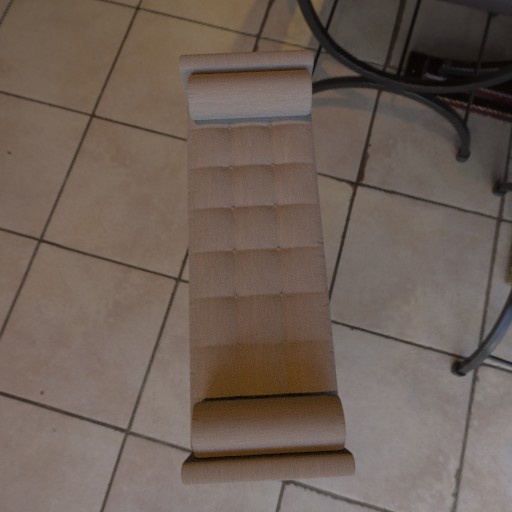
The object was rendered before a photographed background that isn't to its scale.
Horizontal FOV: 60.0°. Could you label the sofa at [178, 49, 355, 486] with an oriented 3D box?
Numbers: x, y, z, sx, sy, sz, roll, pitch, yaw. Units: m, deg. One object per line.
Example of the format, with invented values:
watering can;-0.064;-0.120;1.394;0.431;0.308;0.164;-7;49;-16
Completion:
sofa;0.000;0.000;2.264;0.686;0.635;1.981;-3;75;-1
